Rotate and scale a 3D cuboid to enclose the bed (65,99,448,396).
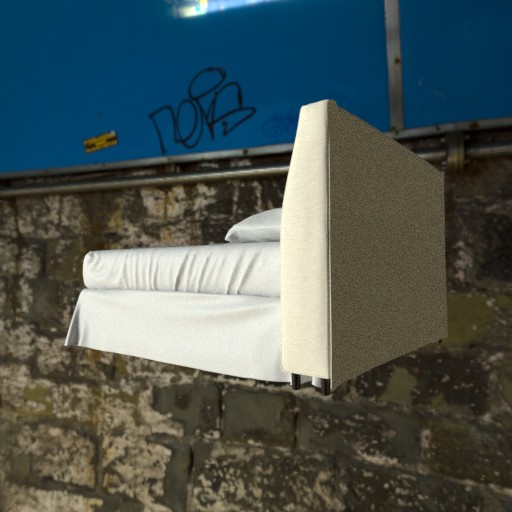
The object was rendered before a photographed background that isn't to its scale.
[{"bbox_3d":[0.000,0.000,3.355,2.276,1.332,1.925,-2,-2,37],"label":"bed"}]
